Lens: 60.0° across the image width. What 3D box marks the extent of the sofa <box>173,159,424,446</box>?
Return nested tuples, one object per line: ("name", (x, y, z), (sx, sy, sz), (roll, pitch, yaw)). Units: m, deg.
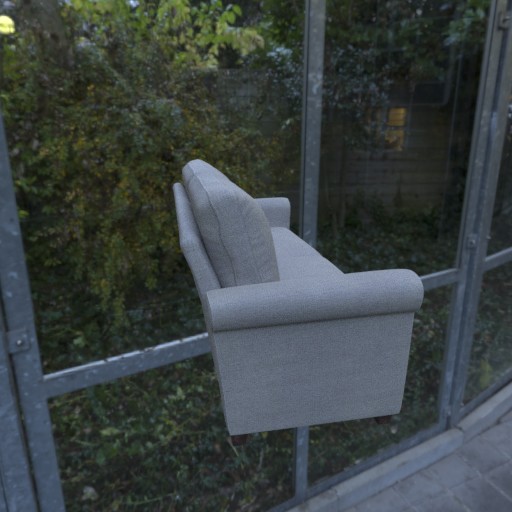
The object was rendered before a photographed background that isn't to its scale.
("sofa", (0.000, 0.000, 2.426), (0.842, 0.942, 1.935), (-3, 16, -11))
